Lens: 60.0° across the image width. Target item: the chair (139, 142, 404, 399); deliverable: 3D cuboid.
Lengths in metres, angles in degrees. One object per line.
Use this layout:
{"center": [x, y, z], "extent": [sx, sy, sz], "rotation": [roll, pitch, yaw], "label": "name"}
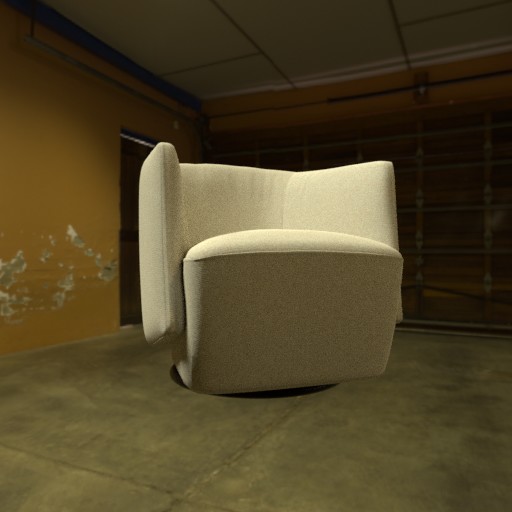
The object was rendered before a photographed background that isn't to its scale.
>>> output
{"center": [0.000, 0.000, 1.654], "extent": [0.822, 0.861, 0.986], "rotation": [0, -1, -19], "label": "chair"}
